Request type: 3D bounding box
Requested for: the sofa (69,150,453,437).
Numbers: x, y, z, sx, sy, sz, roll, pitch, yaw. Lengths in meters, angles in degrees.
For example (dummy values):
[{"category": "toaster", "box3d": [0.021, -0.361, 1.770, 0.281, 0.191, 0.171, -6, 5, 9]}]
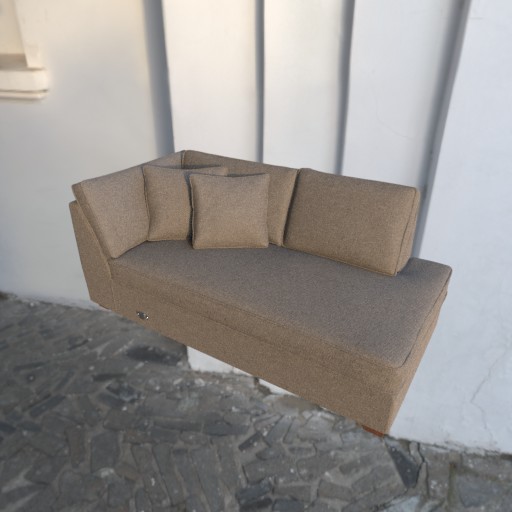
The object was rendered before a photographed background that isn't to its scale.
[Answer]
[{"category": "sofa", "box3d": [0.000, 0.000, 2.863, 2.237, 1.033, 1.110, 17, 33, 28]}]
